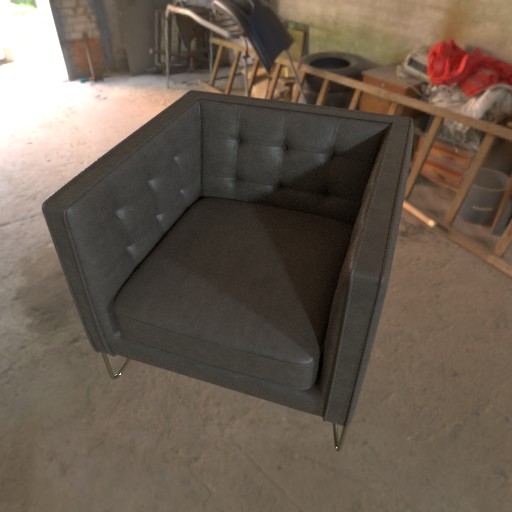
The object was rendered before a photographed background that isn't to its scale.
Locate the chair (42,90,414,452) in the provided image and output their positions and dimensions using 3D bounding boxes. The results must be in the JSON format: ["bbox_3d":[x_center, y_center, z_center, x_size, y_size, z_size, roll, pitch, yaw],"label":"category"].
[{"bbox_3d":[0.000,0.000,1.553,0.880,0.790,0.894,12,41,15],"label":"chair"}]
